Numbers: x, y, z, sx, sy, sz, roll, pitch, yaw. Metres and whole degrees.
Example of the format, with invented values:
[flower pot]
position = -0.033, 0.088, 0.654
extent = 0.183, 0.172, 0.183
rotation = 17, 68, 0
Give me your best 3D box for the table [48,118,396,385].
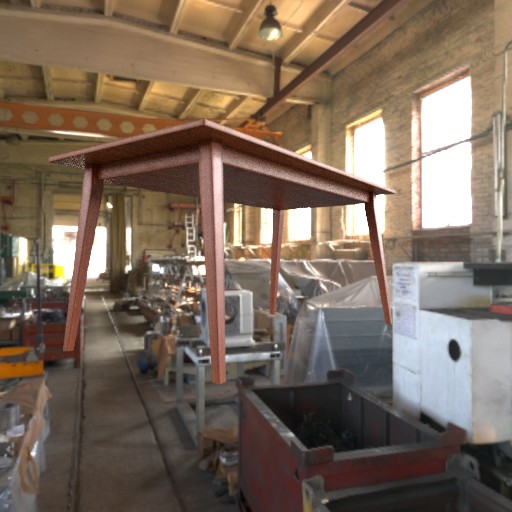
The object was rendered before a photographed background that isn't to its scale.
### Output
[table]
position = 0.000, 0.000, 2.115
extent = 0.811, 0.755, 1.609
rotation = 0, 0, 36
